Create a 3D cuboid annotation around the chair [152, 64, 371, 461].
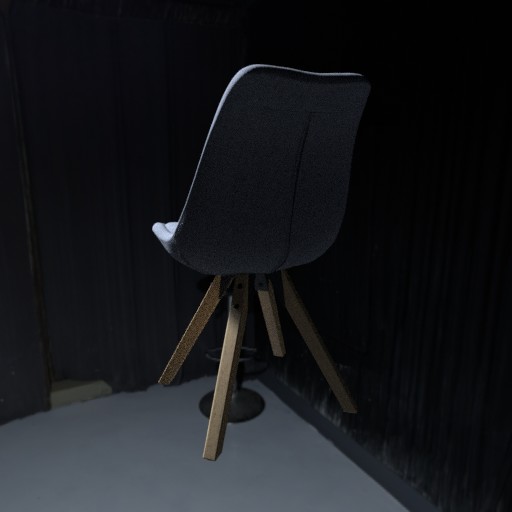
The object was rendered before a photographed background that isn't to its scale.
[{"bbox_3d":[0.000,0.000,1.175,0.485,0.850,0.550,-7,15,-27],"label":"chair"}]
